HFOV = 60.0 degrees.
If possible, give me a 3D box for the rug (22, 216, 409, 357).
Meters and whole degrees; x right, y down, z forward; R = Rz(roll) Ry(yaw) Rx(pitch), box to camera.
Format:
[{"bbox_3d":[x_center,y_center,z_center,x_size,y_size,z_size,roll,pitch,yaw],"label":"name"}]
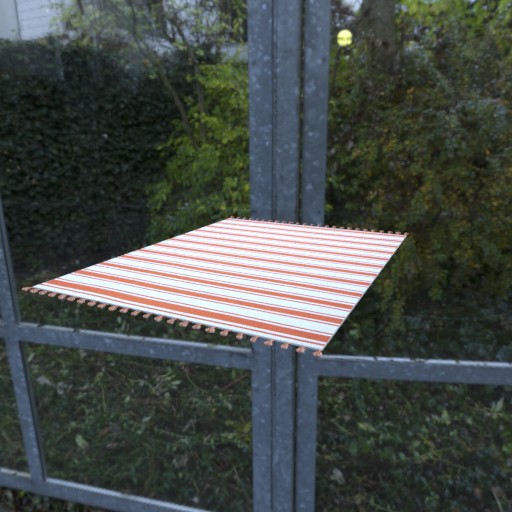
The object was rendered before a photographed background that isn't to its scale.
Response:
[{"bbox_3d":[0.000,0.000,4.410,2.451,0.035,3.369,8,18,25],"label":"rug"}]
